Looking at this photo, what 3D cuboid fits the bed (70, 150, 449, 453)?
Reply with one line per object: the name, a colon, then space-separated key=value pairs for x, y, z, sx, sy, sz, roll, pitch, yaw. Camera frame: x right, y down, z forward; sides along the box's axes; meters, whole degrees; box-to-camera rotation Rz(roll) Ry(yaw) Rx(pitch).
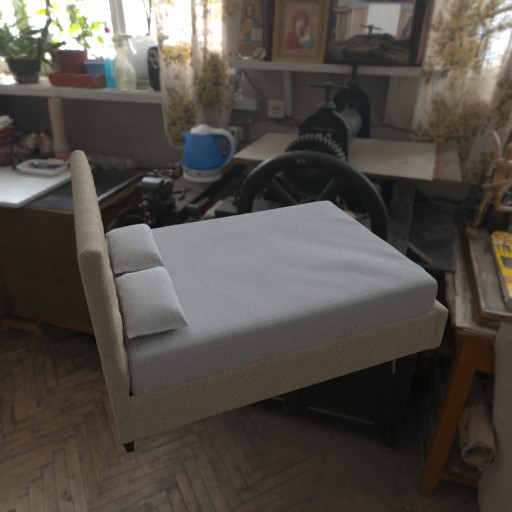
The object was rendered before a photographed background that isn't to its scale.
bed: x=0.000 y=0.000 z=3.386 sx=2.387 sy=1.427 sz=1.698 roll=-11 pitch=32 yaw=-18
